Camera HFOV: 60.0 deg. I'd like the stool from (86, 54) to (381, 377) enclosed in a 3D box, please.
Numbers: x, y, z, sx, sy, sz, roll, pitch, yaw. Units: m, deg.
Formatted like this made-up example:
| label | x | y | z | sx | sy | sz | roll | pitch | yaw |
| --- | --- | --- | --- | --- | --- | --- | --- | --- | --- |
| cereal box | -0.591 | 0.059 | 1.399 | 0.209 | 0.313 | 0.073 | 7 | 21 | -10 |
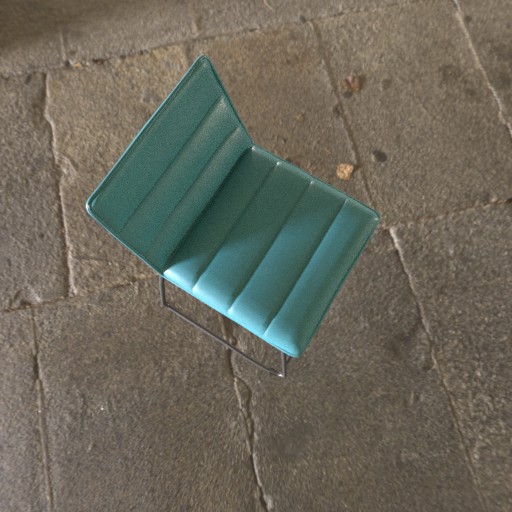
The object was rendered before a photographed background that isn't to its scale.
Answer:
| label | x | y | z | sx | sy | sz | roll | pitch | yaw |
| --- | --- | --- | --- | --- | --- | --- | --- | --- | --- |
| stool | 0.000 | 0.000 | 1.237 | 0.524 | 0.936 | 0.489 | 31 | 77 | 8 |
